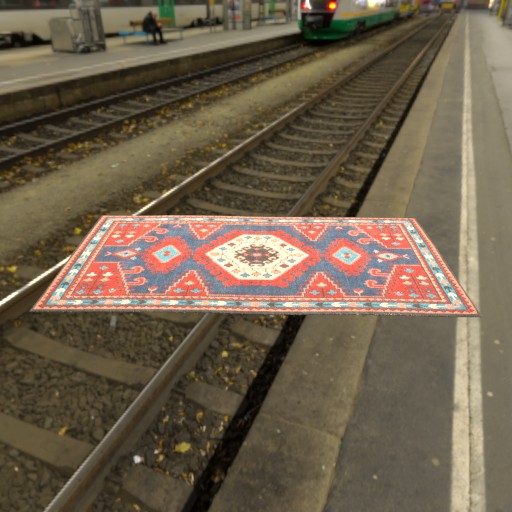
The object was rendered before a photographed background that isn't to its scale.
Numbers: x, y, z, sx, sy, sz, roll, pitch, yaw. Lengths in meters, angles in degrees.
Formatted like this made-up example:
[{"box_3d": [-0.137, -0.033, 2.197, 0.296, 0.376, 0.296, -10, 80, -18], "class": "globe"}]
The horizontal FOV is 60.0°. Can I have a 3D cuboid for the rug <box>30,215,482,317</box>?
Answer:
[{"box_3d": [0.000, 0.000, 3.616, 3.032, 0.034, 1.522, 1, 30, 1], "class": "rug"}]
